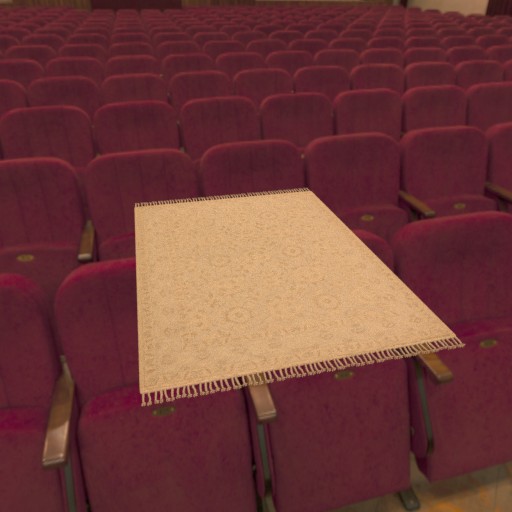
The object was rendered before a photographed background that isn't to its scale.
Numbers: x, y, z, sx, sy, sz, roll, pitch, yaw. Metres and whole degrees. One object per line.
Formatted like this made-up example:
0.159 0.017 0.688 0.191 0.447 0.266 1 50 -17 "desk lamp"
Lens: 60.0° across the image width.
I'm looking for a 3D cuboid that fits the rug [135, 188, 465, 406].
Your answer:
0.000 0.000 2.329 1.223 0.015 1.771 -7 30 -12 "rug"
